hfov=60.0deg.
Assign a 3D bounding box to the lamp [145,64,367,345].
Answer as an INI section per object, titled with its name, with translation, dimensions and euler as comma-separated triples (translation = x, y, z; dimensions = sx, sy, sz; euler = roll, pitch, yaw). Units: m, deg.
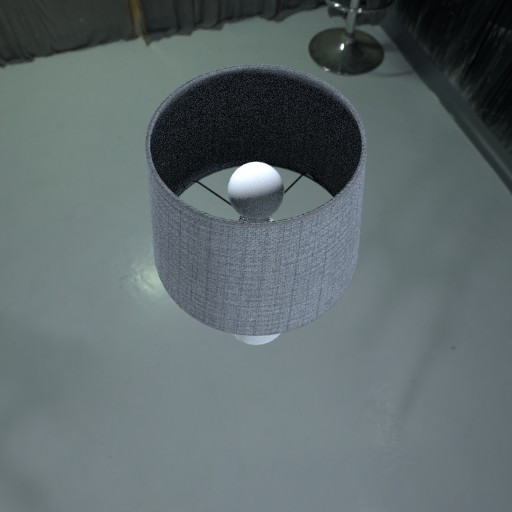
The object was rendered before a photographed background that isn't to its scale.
[lamp]
translation = 0.000, 0.000, 0.583
dimensions = 0.251, 0.429, 0.251
euler = 0, 59, 0
